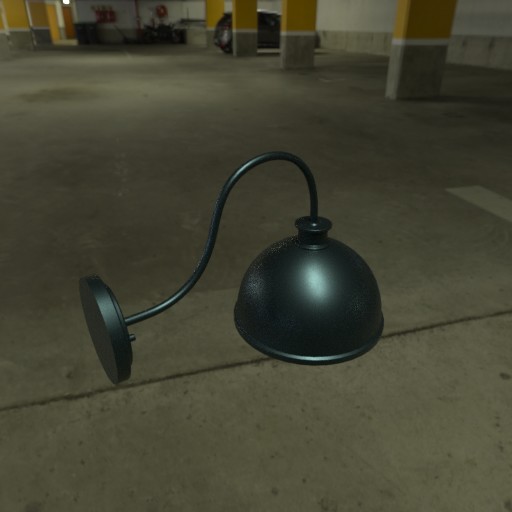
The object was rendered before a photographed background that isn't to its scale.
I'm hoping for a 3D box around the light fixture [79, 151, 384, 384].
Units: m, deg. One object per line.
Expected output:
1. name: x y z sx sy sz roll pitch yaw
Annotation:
1. light fixture: 0.000 0.000 0.639 0.467 0.295 0.253 -18 32 -30
